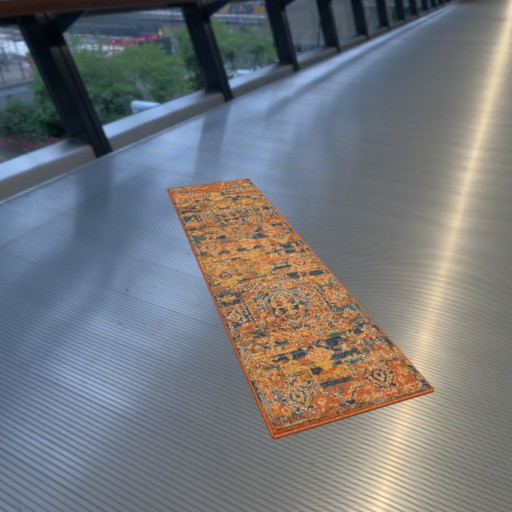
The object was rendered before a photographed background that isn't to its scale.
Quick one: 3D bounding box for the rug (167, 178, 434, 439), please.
[{"bbox_3d":[0.000,0.000,2.489,0.651,0.016,2.274,-10,33,-16],"label":"rug"}]
